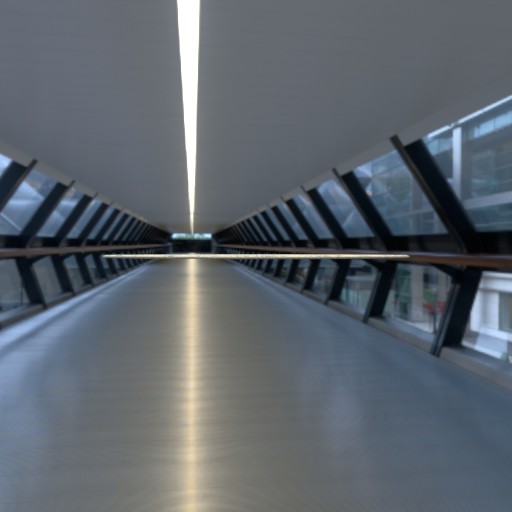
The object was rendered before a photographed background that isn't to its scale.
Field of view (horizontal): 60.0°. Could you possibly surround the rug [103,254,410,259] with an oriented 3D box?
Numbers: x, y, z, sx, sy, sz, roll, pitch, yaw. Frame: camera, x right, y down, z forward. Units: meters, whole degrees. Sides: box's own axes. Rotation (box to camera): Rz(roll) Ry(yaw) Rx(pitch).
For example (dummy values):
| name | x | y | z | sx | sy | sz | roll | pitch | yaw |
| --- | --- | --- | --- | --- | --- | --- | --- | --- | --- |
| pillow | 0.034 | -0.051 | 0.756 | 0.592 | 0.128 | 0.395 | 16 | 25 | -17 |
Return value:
| name | x | y | z | sx | sy | sz | roll | pitch | yaw |
| --- | --- | --- | --- | --- | --- | --- | --- | --- | --- |
| rug | 0.000 | 0.000 | 2.434 | 1.593 | 0.012 | 1.593 | 0 | 0 | 0 |
